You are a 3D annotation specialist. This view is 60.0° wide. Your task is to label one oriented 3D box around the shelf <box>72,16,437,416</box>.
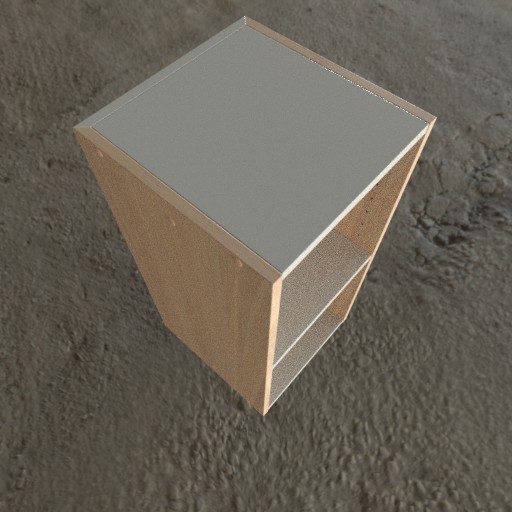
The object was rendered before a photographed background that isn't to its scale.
[{"bbox_3d":[0.000,0.000,0.757,0.297,0.594,0.290,38,66,20],"label":"shelf"}]
